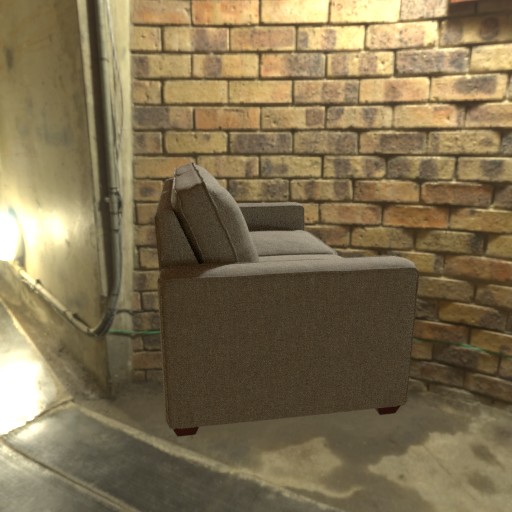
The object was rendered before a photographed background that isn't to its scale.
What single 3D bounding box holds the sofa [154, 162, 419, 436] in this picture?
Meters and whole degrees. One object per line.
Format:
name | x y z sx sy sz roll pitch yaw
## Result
sofa | 0.000 0.000 2.338 0.945 0.915 1.706 -2 15 -9
